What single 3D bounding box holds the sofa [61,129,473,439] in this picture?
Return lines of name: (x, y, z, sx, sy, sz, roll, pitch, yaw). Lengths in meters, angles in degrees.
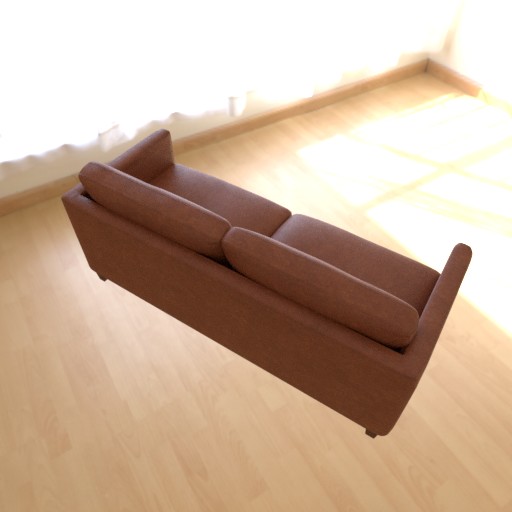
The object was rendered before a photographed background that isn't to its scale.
sofa: (0.000, 0.000, 2.705, 2.204, 0.932, 0.950, 25, 52, 22)
